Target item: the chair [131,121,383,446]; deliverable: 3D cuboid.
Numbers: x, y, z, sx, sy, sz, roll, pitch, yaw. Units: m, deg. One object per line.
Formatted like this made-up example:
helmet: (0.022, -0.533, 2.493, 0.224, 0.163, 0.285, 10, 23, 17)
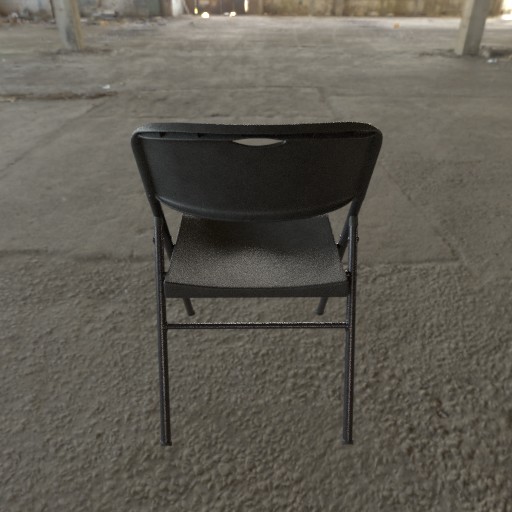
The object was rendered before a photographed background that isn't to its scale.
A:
chair: (0.000, 0.000, 1.152, 0.494, 0.810, 0.567, 0, 31, 0)
